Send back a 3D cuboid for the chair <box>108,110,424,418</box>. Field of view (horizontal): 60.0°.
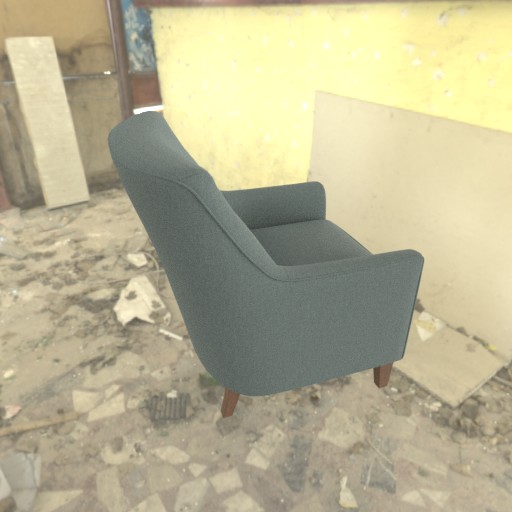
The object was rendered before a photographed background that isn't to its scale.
[{"bbox_3d":[0.000,0.000,1.582,0.879,0.916,0.756,-10,30,-17],"label":"chair"}]
